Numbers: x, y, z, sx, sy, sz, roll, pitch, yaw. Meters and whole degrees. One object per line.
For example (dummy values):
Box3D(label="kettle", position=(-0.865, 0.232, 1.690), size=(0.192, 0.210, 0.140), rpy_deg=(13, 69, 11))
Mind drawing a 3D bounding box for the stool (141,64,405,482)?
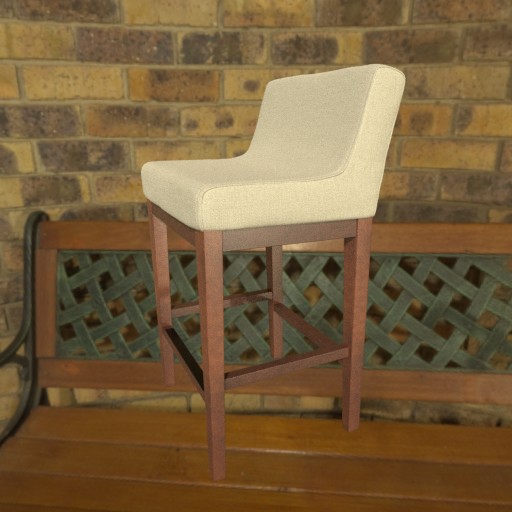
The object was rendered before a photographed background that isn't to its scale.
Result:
Box3D(label="stool", position=(0.000, 0.000, 1.200), size=(0.500, 0.937, 0.511), rpy_deg=(-8, 19, -25))
